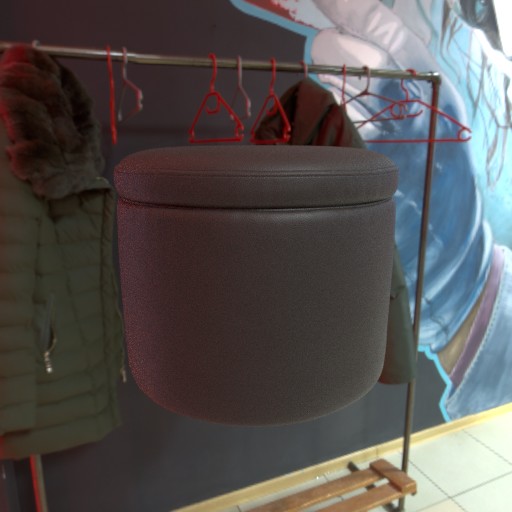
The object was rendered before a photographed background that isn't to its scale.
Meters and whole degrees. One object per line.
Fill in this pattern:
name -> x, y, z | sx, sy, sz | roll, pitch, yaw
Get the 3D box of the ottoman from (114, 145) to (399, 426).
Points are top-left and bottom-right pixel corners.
ottoman -> 0.000, 0.000, 0.846 | 0.500, 0.409, 0.500 | 0, 14, 0
